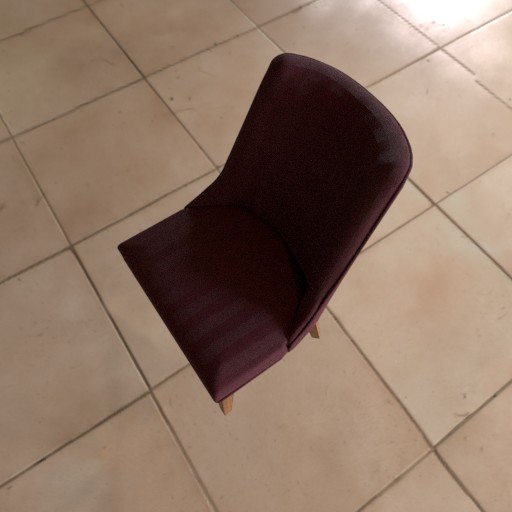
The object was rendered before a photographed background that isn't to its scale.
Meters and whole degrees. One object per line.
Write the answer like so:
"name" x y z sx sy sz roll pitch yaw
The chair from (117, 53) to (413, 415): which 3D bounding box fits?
"chair" 0.000 0.000 1.288 0.638 0.916 0.548 -32 68 -15
